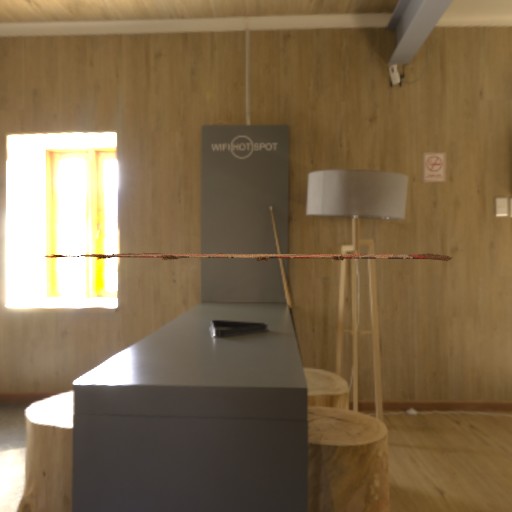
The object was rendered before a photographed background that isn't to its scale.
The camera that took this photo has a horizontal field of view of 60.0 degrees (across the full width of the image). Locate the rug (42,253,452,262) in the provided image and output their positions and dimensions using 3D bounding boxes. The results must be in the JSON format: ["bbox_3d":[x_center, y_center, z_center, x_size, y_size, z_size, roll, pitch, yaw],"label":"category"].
[{"bbox_3d":[0.000,0.000,2.624,2.025,0.040,1.469,0,1,18],"label":"rug"}]
